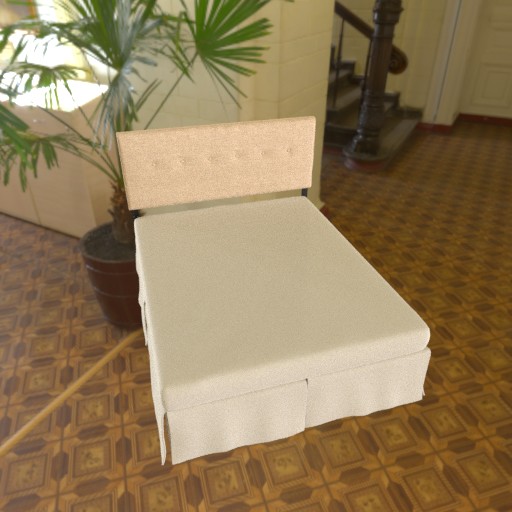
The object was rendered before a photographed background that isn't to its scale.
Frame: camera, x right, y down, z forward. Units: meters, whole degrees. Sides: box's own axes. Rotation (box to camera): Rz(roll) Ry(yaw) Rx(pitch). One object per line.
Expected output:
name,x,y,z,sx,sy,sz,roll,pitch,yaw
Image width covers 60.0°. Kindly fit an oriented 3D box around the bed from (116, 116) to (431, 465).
bed,0.000,0.000,3.010,1.643,1.270,1.978,-9,33,-14
